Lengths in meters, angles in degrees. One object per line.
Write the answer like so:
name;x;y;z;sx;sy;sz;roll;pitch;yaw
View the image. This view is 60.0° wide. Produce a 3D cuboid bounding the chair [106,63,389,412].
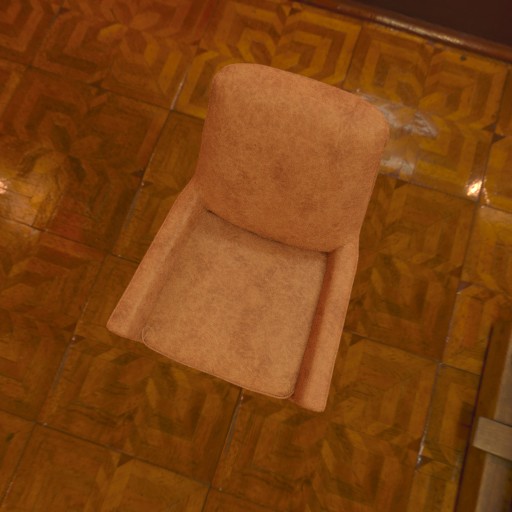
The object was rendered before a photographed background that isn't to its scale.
chair;0.000;0.000;1.526;0.753;0.883;0.851;20;77;5
